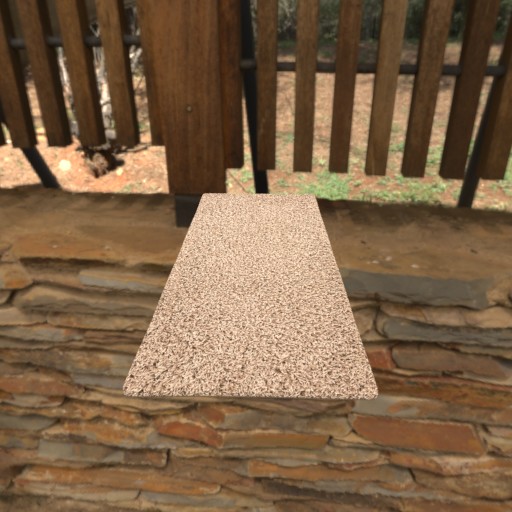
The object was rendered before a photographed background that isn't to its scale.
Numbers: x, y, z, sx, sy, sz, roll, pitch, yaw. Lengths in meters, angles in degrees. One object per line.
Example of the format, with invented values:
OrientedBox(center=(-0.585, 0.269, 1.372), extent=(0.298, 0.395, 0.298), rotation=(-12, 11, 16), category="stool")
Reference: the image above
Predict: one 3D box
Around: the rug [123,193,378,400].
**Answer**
OrientedBox(center=(0.000, 0.000, 1.732), extent=(0.609, 0.030, 1.524), rotation=(0, 26, 1), category="rug")
